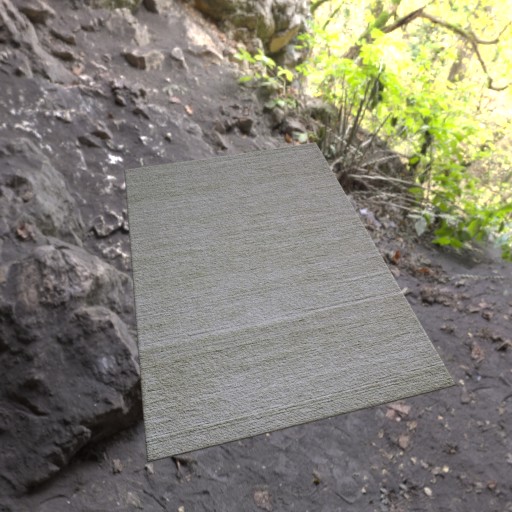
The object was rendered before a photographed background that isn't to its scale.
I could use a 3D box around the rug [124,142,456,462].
[{"bbox_3d":[0.000,0.000,2.929,1.606,0.017,2.270,-10,49,-9],"label":"rug"}]
